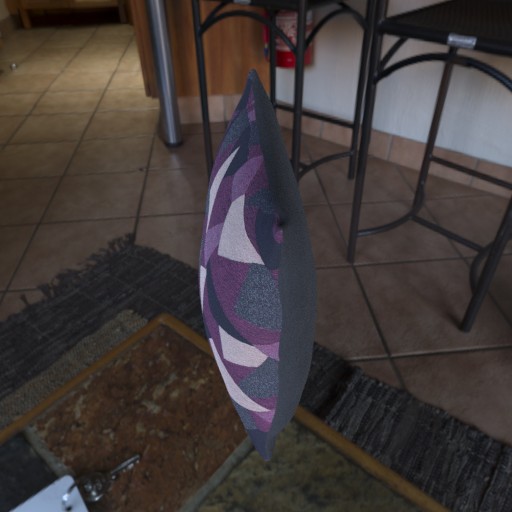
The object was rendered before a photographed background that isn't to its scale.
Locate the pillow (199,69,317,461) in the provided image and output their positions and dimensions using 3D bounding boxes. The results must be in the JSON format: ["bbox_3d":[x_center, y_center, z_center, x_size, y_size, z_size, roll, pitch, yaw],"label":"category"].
[{"bbox_3d":[0.000,0.000,0.784,0.208,0.496,0.503,-2,40,-3],"label":"pillow"}]
